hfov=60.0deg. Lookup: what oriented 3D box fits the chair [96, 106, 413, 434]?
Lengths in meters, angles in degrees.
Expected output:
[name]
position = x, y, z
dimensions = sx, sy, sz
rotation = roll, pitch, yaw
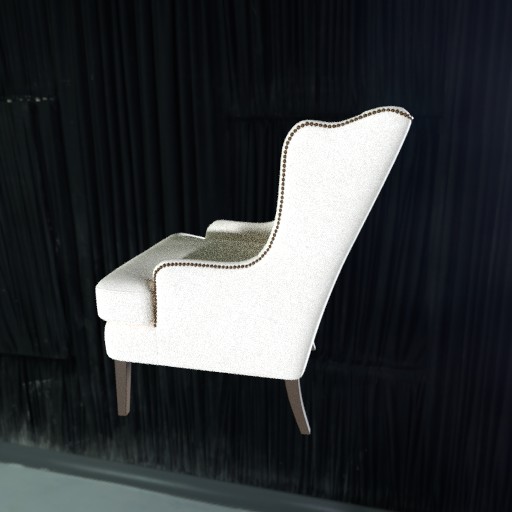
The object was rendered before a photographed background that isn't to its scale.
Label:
[chair]
position = 0.000, 0.000, 1.651
dimensions = 0.940, 1.029, 0.737
rotation = 2, 15, 9
